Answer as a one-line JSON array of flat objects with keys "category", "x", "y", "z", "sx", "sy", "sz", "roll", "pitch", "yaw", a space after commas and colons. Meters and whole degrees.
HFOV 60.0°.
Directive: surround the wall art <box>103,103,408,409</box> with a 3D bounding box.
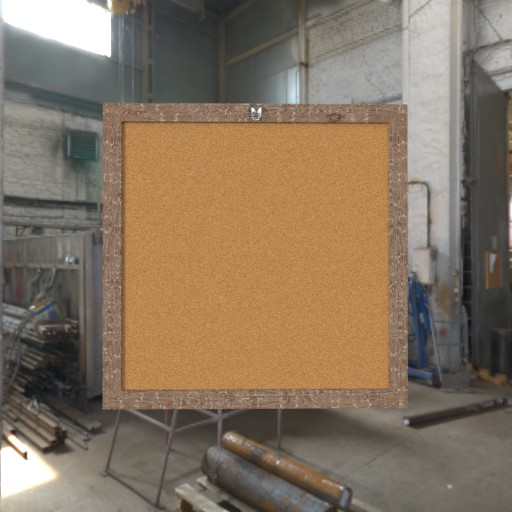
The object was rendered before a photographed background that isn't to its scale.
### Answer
[{"category": "wall art", "x": 0.000, "y": 0.000, "z": 0.555, "sx": 0.380, "sy": 0.380, "sz": 0.022, "roll": 0, "pitch": 0, "yaw": -1}]
